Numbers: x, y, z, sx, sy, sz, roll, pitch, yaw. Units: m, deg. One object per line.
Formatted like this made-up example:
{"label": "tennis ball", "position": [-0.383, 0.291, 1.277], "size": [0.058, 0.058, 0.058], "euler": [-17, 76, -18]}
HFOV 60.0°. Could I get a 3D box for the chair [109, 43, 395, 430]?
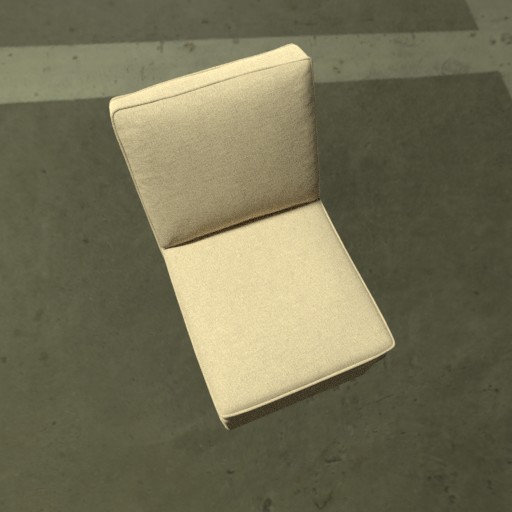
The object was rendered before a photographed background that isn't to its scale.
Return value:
{"label": "chair", "position": [0.000, 0.000, 1.530], "size": [0.621, 0.970, 0.938], "euler": [-19, 65, -9]}
